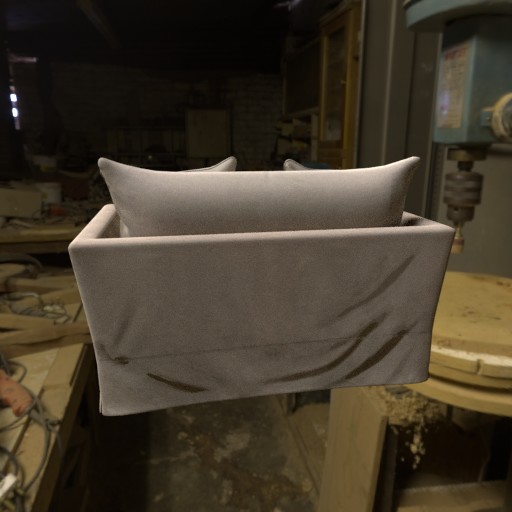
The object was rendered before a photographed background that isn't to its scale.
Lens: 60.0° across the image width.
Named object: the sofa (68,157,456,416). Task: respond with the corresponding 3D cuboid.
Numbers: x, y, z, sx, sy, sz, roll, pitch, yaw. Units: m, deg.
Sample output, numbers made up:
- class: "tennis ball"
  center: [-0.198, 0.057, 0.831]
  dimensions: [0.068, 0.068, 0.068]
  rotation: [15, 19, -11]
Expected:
- class: "sofa"
  center: [0.000, 0.000, 2.300]
  dimensions: [1.608, 1.040, 1.035]
  rotation: [-3, 16, -10]
